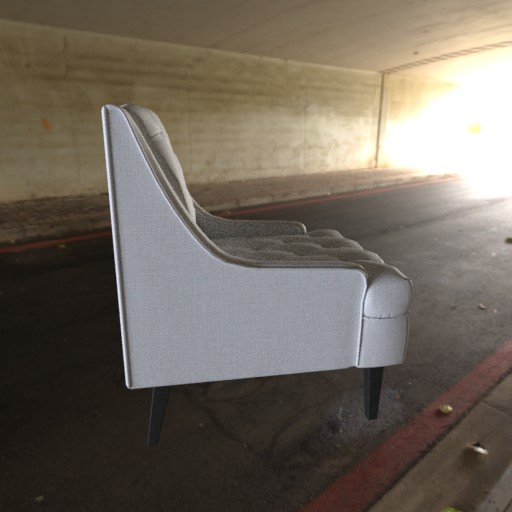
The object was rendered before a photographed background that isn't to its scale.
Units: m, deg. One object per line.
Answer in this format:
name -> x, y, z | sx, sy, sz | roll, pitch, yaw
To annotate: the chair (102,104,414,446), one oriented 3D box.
chair -> 0.000, 0.000, 1.405 | 0.772, 0.891, 0.658 | -3, 16, -10
